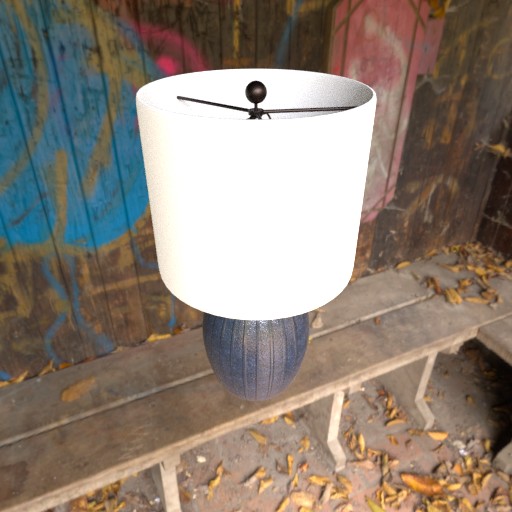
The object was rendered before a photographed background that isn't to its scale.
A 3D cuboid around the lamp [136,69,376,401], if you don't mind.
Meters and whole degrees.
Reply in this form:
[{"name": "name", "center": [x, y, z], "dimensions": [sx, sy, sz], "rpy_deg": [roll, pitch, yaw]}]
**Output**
[{"name": "lamp", "center": [0.000, 0.000, 0.762], "dimensions": [0.329, 0.570, 0.329], "rpy_deg": [21, 38, 30]}]
